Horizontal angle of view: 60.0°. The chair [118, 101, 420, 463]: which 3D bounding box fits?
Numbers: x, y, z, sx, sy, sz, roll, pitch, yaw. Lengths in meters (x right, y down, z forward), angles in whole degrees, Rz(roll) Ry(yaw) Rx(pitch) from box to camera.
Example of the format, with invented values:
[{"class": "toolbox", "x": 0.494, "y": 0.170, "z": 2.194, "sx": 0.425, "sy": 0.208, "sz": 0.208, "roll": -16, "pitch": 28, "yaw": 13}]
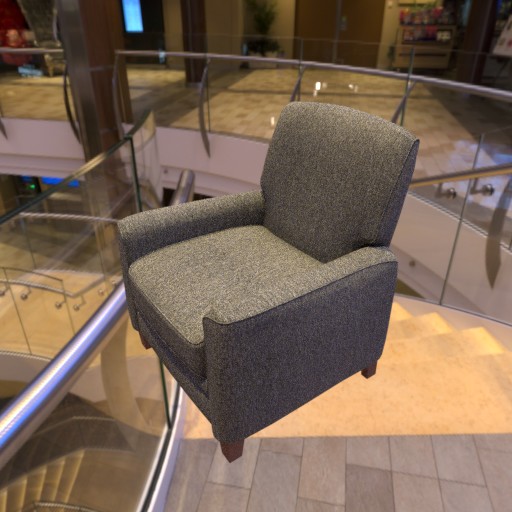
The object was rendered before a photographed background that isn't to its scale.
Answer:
[{"class": "chair", "x": 0.000, "y": 0.000, "z": 1.689, "sx": 0.864, "sy": 1.014, "sz": 0.848, "roll": -19, "pitch": 34, "yaw": -30}]
